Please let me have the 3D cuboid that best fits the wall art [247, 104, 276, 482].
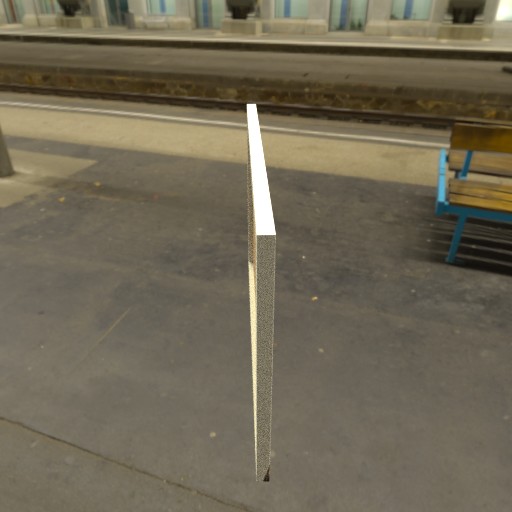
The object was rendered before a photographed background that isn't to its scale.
[{"bbox_3d":[0.000,0.000,1.515,0.038,0.767,1.144,-1,31,-2],"label":"wall art"}]
